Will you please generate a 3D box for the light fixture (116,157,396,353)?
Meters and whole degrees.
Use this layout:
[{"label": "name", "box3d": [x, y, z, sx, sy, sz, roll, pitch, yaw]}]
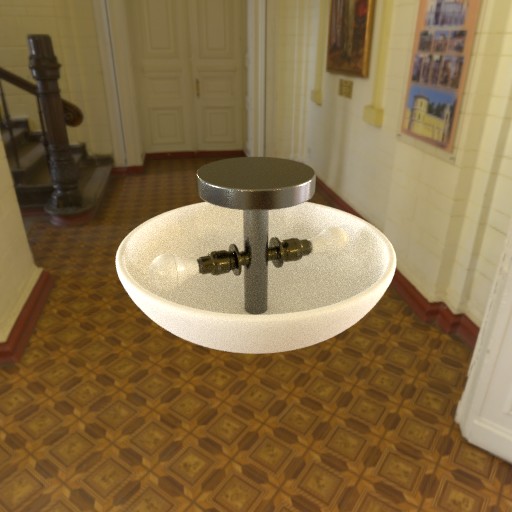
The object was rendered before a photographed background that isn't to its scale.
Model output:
[{"label": "light fixture", "box3d": [0.000, 0.000, 0.548, 0.330, 0.214, 0.330, 0, 27, 0]}]
